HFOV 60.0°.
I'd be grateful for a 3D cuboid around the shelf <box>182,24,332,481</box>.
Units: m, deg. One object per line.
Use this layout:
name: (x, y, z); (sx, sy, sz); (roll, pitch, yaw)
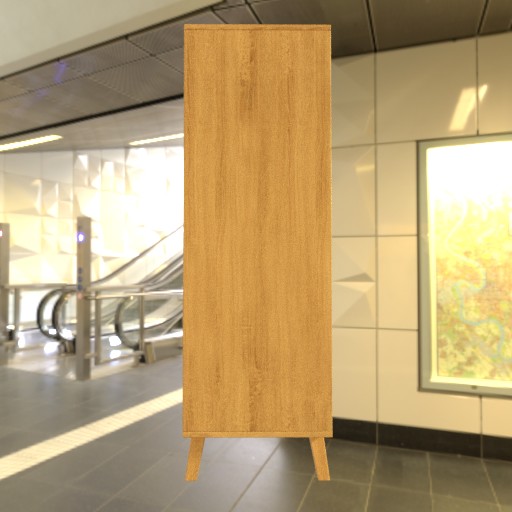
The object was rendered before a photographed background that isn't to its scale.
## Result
shelf: (0.000, 0.000, 1.835); (0.450, 1.390, 1.000); (0, -1, 0)
